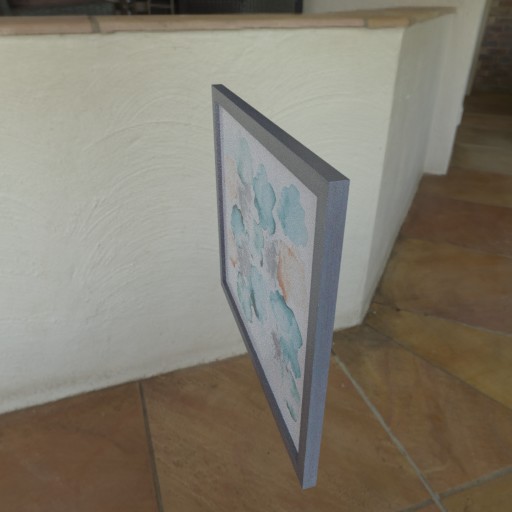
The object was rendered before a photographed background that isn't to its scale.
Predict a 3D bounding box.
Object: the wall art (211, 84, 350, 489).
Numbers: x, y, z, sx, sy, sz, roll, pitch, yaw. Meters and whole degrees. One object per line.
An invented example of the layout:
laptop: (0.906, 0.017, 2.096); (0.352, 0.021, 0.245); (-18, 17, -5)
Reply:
wall art: (0.000, 0.000, 0.899); (0.026, 0.558, 0.660); (-8, 31, -14)
